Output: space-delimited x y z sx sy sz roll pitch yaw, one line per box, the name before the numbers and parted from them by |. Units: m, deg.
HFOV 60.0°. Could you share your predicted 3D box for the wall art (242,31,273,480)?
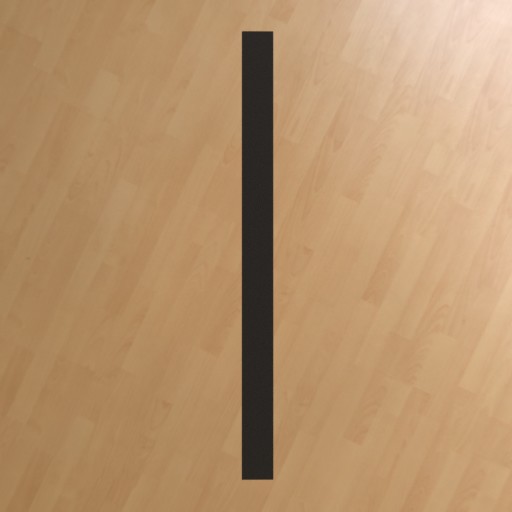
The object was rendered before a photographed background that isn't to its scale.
wall art | 0.000 0.000 0.751 0.036 0.503 0.506 0 90 0
